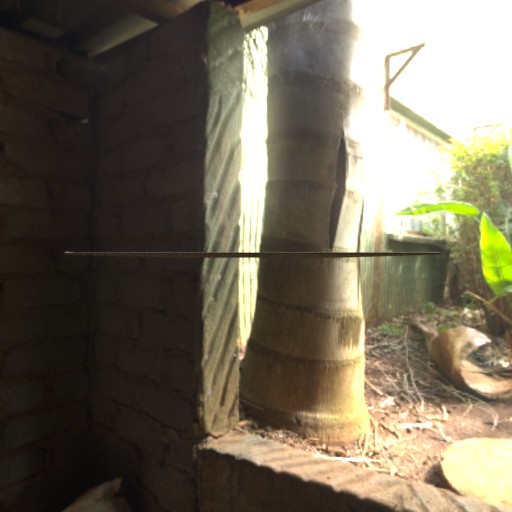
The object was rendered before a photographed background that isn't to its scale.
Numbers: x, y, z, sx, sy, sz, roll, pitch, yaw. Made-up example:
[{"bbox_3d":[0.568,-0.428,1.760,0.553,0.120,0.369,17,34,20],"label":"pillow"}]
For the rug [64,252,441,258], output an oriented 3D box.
[{"bbox_3d":[0.000,0.000,2.355,1.236,0.009,1.839,0,-1,1],"label":"rug"}]
